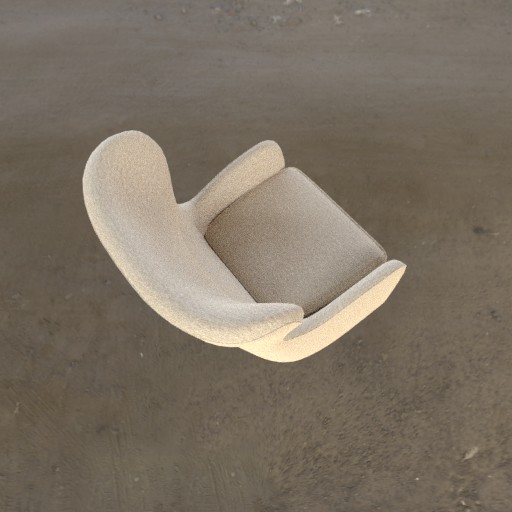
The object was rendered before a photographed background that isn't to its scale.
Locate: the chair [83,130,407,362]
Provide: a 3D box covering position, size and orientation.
[{"bbox_3d":[0.000,0.000,1.806,0.984,1.064,0.861,-34,66,-17],"label":"chair"}]
